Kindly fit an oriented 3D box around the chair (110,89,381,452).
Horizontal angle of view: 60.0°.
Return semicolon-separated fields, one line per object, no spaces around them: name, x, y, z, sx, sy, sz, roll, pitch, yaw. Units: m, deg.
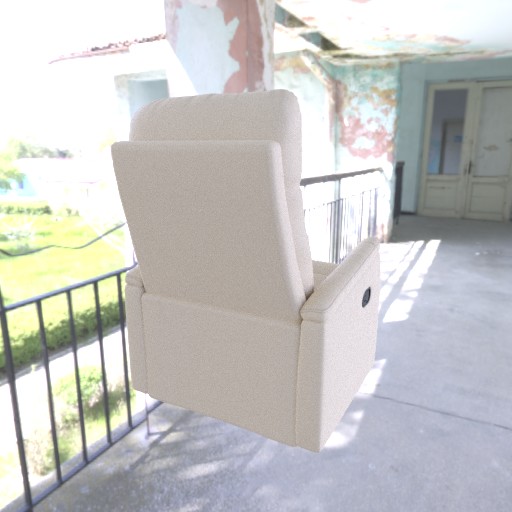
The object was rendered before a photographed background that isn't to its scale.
chair;0.000;0.000;1.635;0.775;1.082;0.831;8;16;28
